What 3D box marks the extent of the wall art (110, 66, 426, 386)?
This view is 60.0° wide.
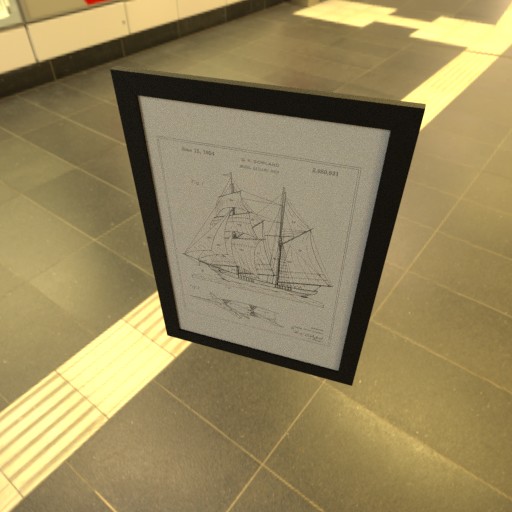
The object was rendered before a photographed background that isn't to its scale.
[{"bbox_3d":[0.000,0.000,0.596,0.326,0.459,0.011,12,43,13],"label":"wall art"}]
